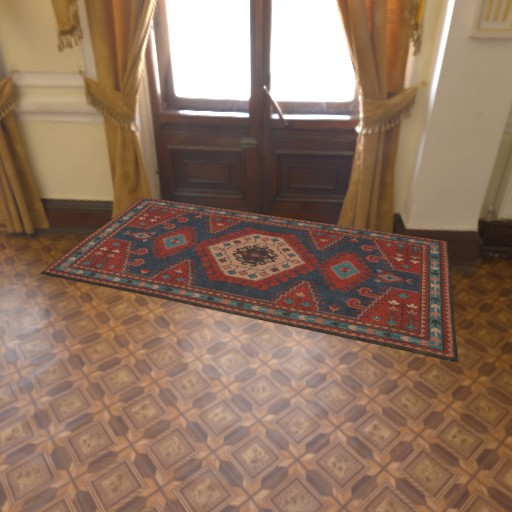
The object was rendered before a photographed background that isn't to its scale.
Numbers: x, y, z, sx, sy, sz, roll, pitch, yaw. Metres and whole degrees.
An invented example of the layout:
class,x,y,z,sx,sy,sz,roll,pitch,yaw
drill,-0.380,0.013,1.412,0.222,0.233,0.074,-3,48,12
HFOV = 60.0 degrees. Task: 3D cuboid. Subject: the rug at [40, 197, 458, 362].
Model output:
class,x,y,z,sx,sy,sz,roll,pitch,yaw
rug,0.000,0.000,3.649,3.032,0.034,1.522,10,33,15
